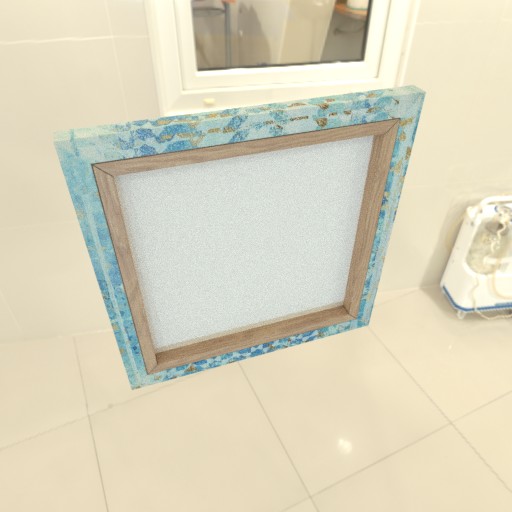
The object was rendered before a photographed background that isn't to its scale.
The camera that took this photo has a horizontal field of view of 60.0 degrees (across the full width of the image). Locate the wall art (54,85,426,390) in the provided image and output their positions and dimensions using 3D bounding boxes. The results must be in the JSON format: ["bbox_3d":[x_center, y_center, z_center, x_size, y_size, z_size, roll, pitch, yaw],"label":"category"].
[{"bbox_3d":[0.000,0.000,0.902,0.609,0.609,0.040,-12,42,-14],"label":"wall art"}]
